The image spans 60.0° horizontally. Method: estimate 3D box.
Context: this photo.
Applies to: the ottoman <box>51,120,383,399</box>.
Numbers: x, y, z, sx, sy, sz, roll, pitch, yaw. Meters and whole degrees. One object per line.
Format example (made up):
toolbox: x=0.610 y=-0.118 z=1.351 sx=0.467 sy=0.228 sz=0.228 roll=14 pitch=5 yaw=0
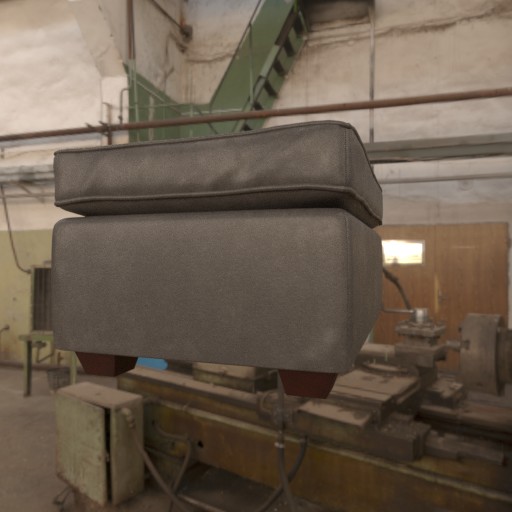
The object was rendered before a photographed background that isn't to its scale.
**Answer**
ottoman: x=0.000 y=0.000 z=1.062 sx=0.554 sy=0.445 sz=0.756 roll=0 pitch=0 yaw=19
